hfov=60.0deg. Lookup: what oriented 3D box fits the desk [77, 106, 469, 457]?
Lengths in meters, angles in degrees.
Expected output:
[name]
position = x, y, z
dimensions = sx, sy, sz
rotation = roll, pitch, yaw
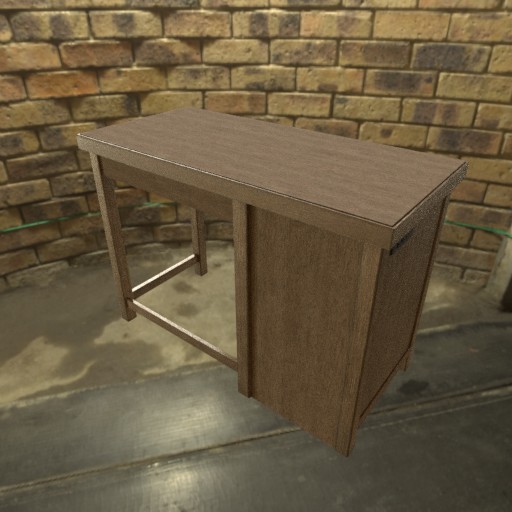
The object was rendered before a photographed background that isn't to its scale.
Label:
[desk]
position = 0.000, 0.000, 1.810
dimensions = 1.289, 0.912, 0.610
rotation = 22, 37, 32
